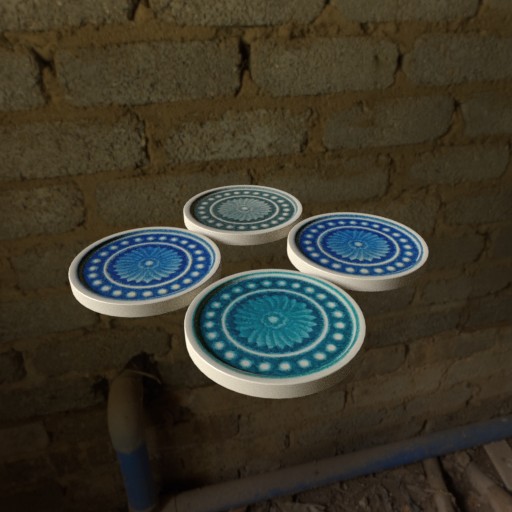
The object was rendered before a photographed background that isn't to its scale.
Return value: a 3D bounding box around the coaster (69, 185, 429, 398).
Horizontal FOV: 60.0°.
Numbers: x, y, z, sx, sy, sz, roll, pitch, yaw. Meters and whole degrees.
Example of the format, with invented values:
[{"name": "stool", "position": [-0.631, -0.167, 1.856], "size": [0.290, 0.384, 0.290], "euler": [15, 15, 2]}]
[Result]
[{"name": "coaster", "position": [0.000, 0.000, 0.338], "size": [0.220, 0.010, 0.224], "euler": [20, 36, 30]}]
